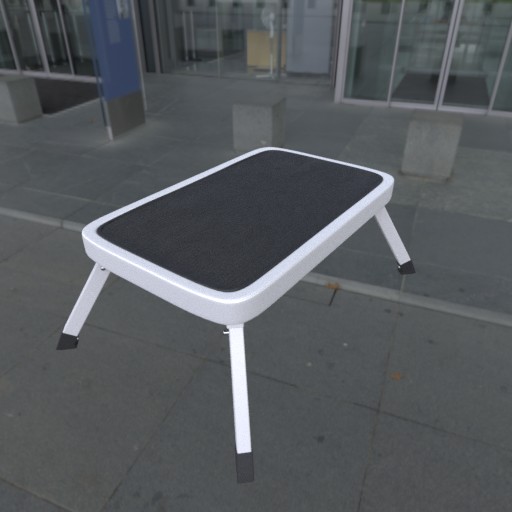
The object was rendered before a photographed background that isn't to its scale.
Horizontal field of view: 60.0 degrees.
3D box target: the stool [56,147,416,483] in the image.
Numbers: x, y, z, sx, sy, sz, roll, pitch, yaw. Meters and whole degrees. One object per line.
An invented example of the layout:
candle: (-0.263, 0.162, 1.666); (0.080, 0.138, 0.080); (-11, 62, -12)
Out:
stool: (0.000, 0.000, 0.607); (0.320, 0.170, 0.460); (21, 38, 30)
